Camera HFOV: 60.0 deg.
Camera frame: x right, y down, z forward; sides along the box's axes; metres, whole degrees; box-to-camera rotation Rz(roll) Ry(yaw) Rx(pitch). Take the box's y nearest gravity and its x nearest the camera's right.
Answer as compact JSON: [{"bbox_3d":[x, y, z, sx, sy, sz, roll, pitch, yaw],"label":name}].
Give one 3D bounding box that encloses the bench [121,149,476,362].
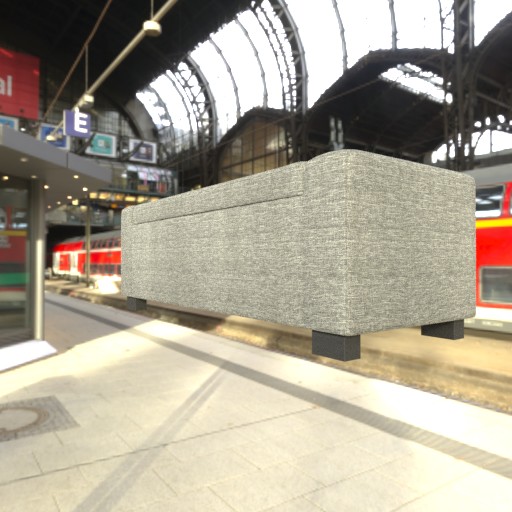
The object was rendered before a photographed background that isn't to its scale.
[{"bbox_3d":[0.000,0.000,1.541,0.508,0.445,1.296,0,-1,-36],"label":"bench"}]
